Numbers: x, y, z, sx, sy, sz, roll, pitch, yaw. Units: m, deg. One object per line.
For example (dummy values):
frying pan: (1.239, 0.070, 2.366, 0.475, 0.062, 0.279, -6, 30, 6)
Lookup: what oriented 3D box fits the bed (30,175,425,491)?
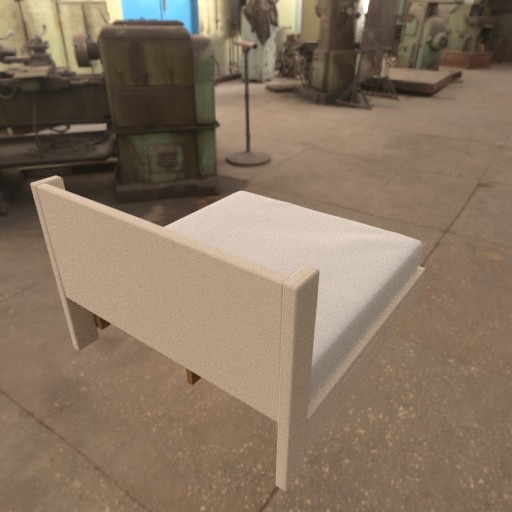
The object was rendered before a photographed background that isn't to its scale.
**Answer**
bed: (0.000, 0.000, 3.610, 2.145, 1.471, 2.293, 20, 36, 31)
